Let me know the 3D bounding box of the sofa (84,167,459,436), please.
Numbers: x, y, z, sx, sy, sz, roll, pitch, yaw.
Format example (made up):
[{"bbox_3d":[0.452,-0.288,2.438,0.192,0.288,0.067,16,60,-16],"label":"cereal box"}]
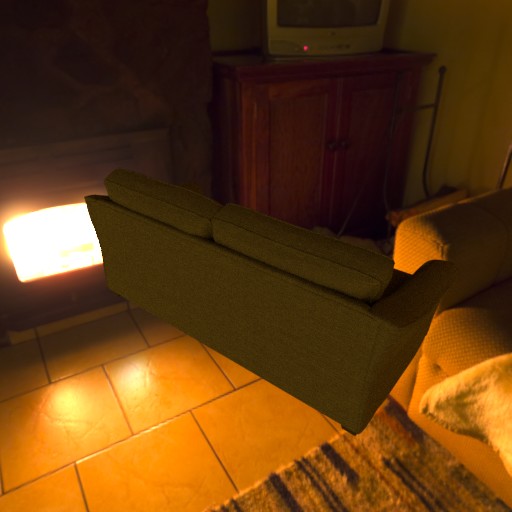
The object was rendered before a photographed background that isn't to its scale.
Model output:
[{"bbox_3d":[0.000,0.000,2.836,2.270,0.950,0.971,22,36,33],"label":"sofa"}]
